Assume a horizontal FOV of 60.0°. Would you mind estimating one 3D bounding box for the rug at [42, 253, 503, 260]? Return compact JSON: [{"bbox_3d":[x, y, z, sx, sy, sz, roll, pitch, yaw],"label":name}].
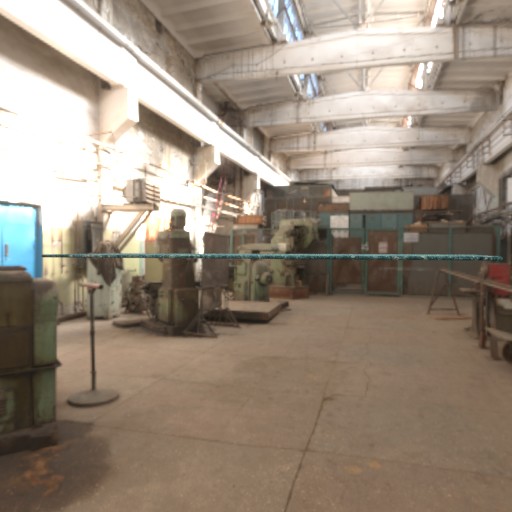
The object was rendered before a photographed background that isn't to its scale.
[{"bbox_3d":[0.000,0.000,2.438,2.286,0.016,0.676,0,1,17],"label":"rug"}]
